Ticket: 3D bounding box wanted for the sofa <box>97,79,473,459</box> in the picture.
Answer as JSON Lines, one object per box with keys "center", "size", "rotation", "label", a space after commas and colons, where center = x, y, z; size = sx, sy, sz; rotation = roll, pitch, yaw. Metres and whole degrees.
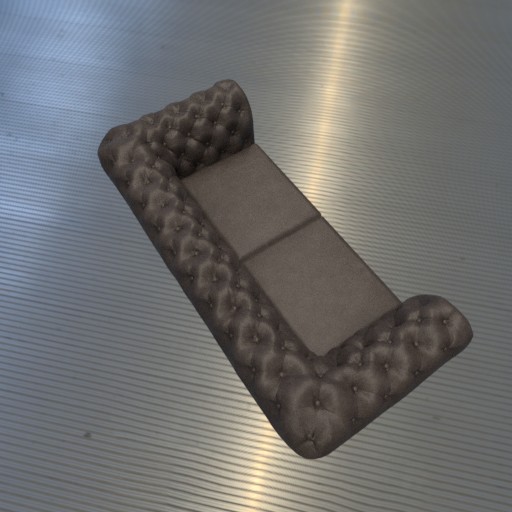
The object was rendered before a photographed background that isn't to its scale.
{"center": [0.000, 0.000, 2.459], "size": [0.944, 0.779, 2.048], "rotation": [-30, 64, -16], "label": "sofa"}
